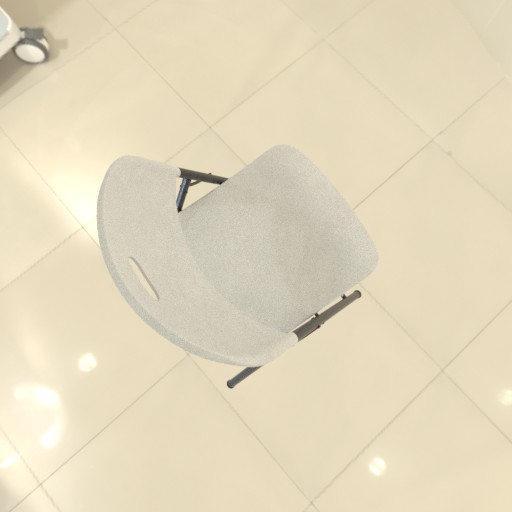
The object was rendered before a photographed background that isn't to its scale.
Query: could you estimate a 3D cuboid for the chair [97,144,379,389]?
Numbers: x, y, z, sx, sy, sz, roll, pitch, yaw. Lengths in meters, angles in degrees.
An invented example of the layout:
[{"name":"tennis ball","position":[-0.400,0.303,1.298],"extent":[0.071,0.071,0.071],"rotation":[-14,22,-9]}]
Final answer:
[{"name":"chair","position":[0.000,0.000,1.173],"extent":[0.566,0.810,0.494],"rotation":[-34,78,-8]}]
